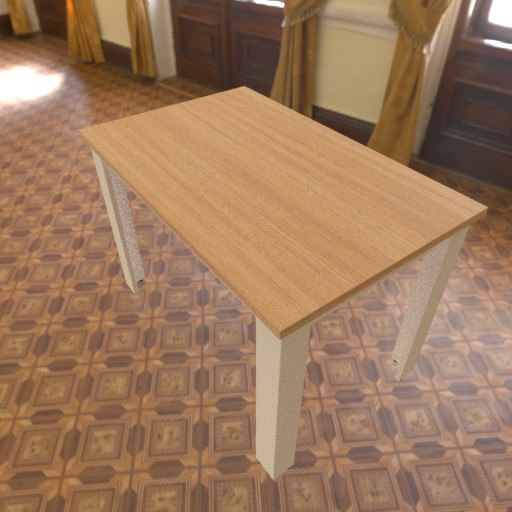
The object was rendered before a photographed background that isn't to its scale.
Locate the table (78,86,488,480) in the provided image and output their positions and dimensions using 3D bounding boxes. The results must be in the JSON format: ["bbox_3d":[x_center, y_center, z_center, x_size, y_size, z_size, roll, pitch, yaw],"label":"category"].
[{"bbox_3d":[0.000,0.000,1.574,0.700,0.734,1.100,-26,47,-27],"label":"table"}]
